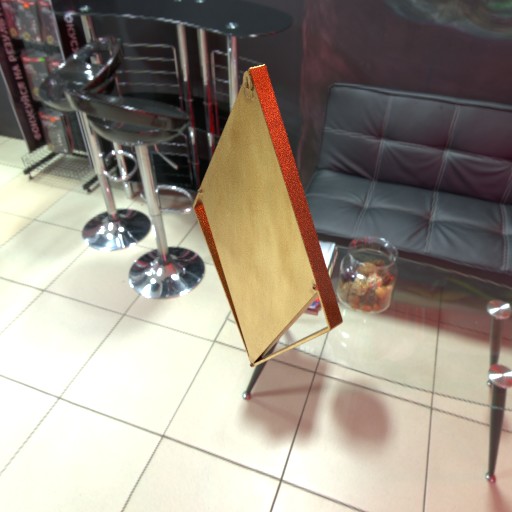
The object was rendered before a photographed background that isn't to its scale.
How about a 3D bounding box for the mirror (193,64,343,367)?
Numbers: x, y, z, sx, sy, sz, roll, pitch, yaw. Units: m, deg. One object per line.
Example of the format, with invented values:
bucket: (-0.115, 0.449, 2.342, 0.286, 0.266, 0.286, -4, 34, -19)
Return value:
mirror: (0.000, 0.000, 0.822, 0.032, 0.679, 0.419, -26, 47, -27)
